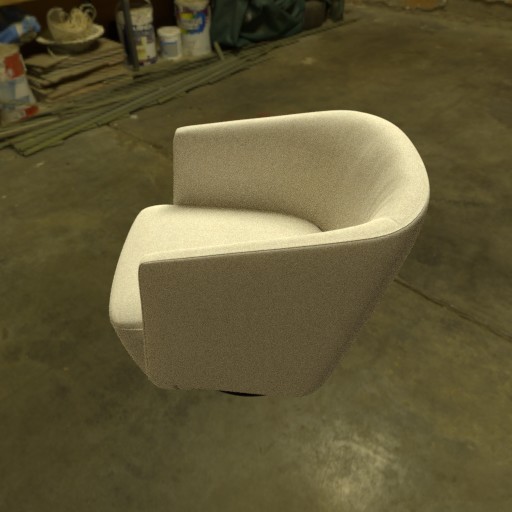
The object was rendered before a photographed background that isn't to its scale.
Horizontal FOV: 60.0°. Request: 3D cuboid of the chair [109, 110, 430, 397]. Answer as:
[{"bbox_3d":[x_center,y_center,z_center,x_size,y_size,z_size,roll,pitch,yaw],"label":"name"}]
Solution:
[{"bbox_3d":[0.000,0.000,1.619,0.986,0.861,0.822,-1,41,-1],"label":"chair"}]
